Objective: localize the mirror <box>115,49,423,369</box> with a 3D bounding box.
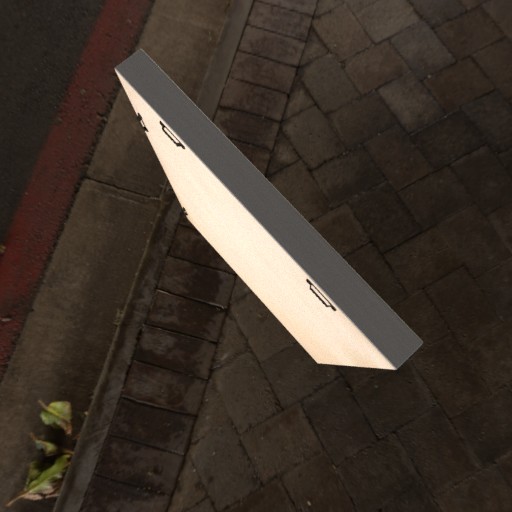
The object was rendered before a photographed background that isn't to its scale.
[{"bbox_3d":[0.000,0.000,0.674,0.041,0.508,0.405,-41,80,-9],"label":"mirror"}]
